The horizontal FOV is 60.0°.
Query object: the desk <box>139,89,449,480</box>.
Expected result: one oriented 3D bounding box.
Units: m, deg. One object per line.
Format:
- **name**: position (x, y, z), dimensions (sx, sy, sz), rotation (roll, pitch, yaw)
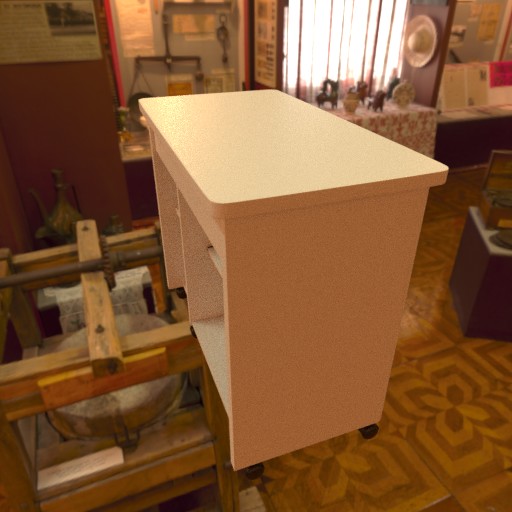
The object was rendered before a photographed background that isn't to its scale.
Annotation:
- **desk**: position (0.000, 0.000, 1.305), dimensions (0.475, 0.763, 0.877), rotation (-11, 32, -18)
